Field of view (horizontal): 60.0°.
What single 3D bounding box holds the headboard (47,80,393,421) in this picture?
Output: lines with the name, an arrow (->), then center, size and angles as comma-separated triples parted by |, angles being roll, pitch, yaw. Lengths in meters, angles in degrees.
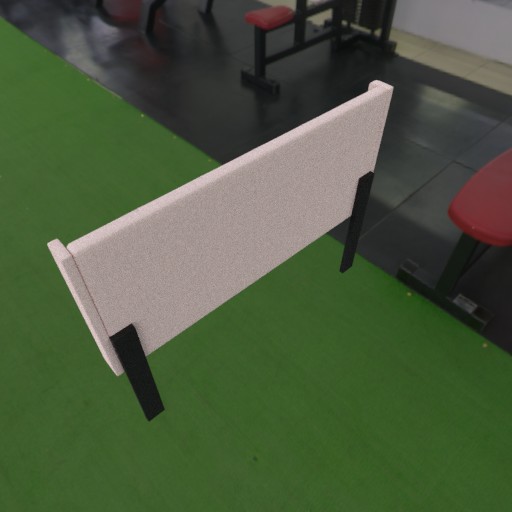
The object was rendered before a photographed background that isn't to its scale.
headboard -> 0.000, 0.000, 2.710 | 2.051, 1.524, 0.184 | -33, 56, -27
